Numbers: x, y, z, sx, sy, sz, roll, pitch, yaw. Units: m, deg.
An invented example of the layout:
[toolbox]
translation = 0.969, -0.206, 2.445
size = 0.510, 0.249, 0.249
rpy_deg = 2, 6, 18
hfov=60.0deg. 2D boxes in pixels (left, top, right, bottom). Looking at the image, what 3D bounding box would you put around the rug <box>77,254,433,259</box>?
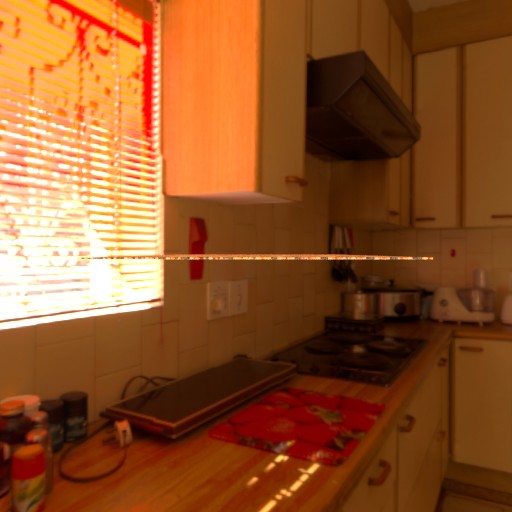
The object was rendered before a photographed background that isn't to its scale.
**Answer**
[rug]
translation = 0.000, 0.000, 3.103
size = 1.533, 0.010, 2.428
rpy_deg = 0, 0, 0
